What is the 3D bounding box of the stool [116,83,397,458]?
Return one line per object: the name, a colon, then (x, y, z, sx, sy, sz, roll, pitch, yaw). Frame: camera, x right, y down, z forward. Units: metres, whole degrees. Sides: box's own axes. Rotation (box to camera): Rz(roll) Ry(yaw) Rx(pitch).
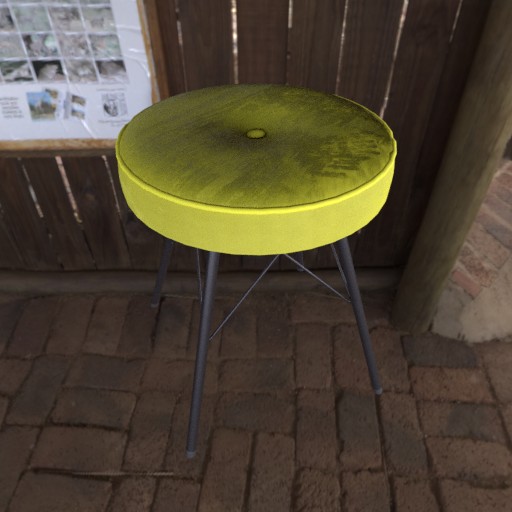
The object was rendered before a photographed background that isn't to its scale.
stool: (0.000, 0.000, 0.811, 0.409, 0.508, 0.409, -13, 42, -15)
